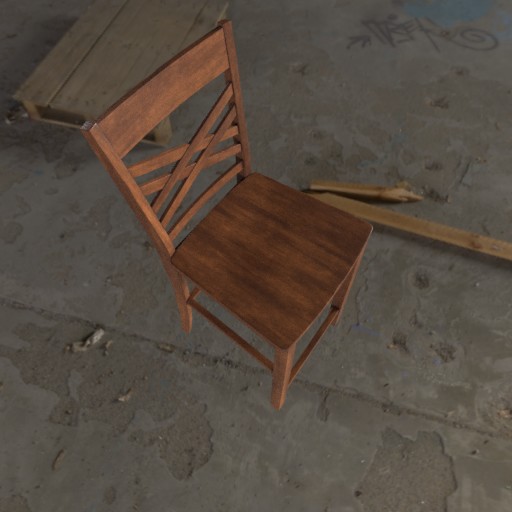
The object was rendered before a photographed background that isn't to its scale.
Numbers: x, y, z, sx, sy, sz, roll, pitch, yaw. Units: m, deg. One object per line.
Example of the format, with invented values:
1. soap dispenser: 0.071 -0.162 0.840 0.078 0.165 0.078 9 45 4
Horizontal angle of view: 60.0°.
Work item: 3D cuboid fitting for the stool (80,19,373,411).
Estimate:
1. stool: 0.000 0.000 1.336 0.539 1.079 0.462 31 63 18
